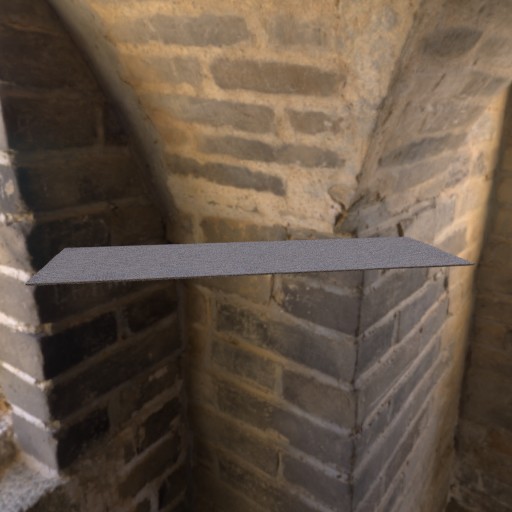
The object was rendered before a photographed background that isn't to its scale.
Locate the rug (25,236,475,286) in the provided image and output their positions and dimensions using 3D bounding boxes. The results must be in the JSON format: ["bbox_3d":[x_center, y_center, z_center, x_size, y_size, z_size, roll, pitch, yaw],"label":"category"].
[{"bbox_3d":[0.000,0.000,2.735,2.436,0.013,0.807,-2,14,-9],"label":"rug"}]
